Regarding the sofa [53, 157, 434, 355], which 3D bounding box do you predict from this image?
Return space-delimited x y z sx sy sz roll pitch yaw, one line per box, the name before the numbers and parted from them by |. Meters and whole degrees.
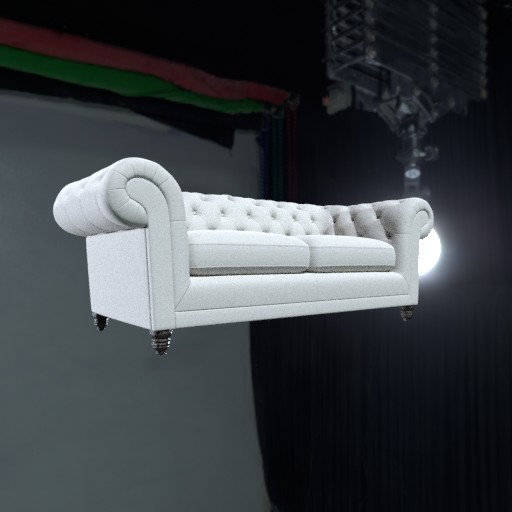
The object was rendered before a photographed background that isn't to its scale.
sofa | 0.000 0.000 2.487 1.998 0.764 0.986 0 -1 -36
